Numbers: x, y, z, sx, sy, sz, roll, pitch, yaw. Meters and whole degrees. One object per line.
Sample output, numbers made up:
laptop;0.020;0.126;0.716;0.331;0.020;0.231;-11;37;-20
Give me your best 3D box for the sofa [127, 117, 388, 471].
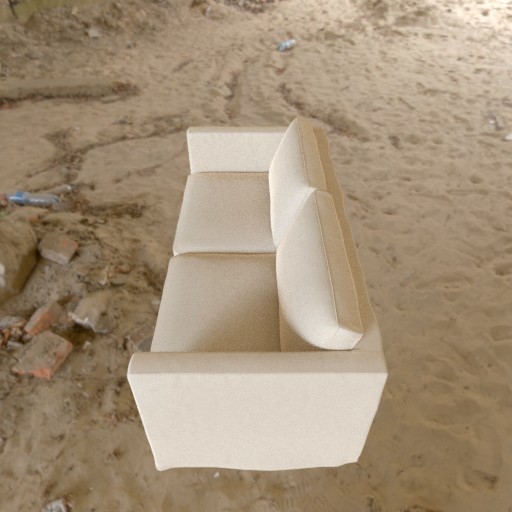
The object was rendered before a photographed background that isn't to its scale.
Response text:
sofa;0.000;0.000;2.460;0.940;0.870;1.987;0;41;0
